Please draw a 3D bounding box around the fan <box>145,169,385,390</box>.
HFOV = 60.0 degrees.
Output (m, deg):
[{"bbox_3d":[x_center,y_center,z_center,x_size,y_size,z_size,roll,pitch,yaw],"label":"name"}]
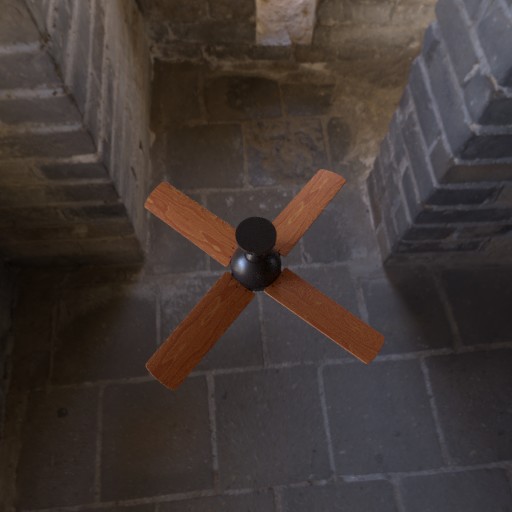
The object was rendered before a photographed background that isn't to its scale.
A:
[{"bbox_3d":[0.000,0.000,1.985,1.332,0.403,1.332,35,69,16],"label":"fan"}]
